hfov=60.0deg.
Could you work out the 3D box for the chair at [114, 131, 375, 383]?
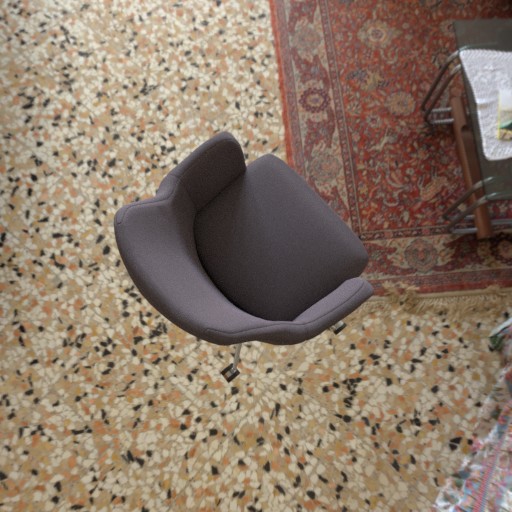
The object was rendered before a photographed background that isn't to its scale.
[{"bbox_3d":[0.000,0.000,1.264,0.600,0.820,0.655,-39,78,-10],"label":"chair"}]
